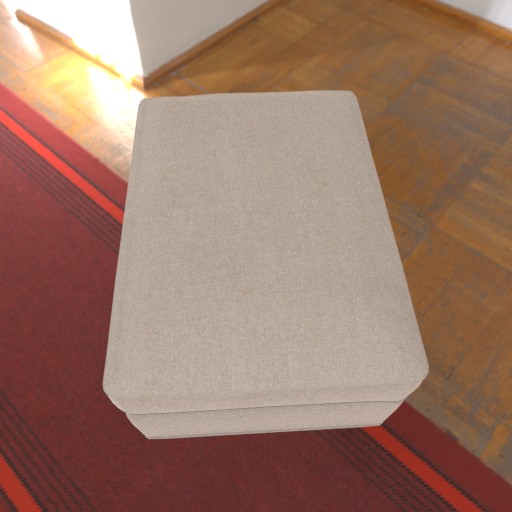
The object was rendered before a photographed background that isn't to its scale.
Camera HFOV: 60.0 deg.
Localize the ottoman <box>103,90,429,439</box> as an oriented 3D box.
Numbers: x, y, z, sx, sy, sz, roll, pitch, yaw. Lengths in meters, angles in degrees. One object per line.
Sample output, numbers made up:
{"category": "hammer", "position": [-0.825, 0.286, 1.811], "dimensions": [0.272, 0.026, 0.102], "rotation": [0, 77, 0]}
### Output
{"category": "ottoman", "position": [0.000, 0.000, 1.198], "dimensions": [0.617, 0.503, 0.846], "rotation": [-3, 58, -2]}
